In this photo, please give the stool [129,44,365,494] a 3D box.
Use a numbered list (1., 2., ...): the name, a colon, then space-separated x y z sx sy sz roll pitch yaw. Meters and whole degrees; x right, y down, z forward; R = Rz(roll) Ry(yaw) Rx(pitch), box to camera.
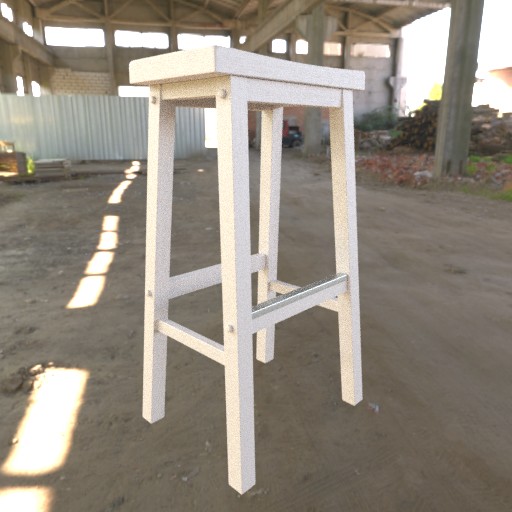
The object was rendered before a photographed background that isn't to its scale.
1. stool: 0.000 0.000 0.936 0.322 0.742 0.406 15 21 42
